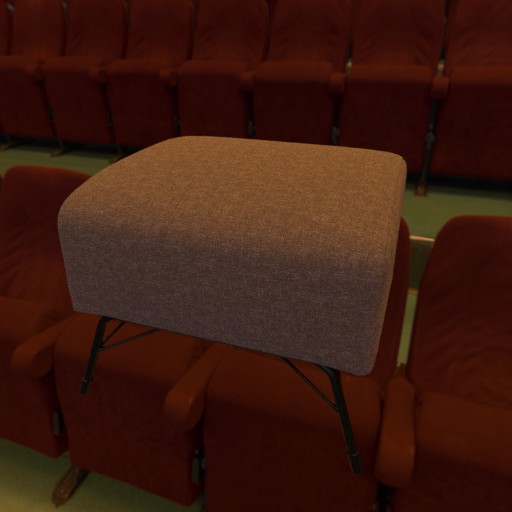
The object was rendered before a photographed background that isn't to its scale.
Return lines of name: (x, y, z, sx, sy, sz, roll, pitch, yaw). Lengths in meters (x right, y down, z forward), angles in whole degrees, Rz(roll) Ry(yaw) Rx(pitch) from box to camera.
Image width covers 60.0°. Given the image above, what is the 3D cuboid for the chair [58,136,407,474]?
chair: (0.000, 0.000, 0.885, 0.530, 0.410, 0.530, 9, 29, 17)
